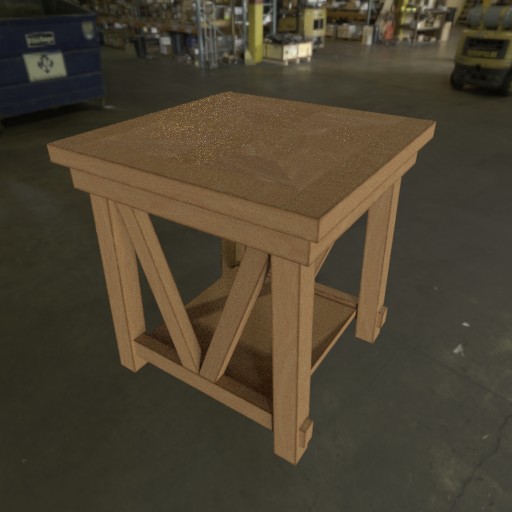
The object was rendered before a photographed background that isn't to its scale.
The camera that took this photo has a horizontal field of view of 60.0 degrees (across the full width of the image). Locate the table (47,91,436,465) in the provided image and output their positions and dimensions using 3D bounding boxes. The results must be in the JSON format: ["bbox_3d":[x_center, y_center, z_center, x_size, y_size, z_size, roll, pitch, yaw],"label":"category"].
[{"bbox_3d":[0.000,0.000,1.134,0.612,0.638,0.610,19,36,28],"label":"table"}]
